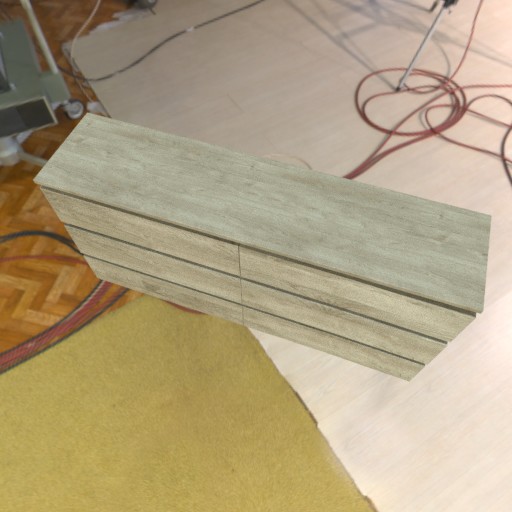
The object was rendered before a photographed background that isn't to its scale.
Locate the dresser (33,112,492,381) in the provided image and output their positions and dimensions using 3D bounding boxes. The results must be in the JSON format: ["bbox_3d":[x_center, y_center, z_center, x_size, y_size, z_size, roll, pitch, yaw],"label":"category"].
[{"bbox_3d":[0.000,0.000,1.908,1.590,0.795,0.390,16,60,10],"label":"dresser"}]
